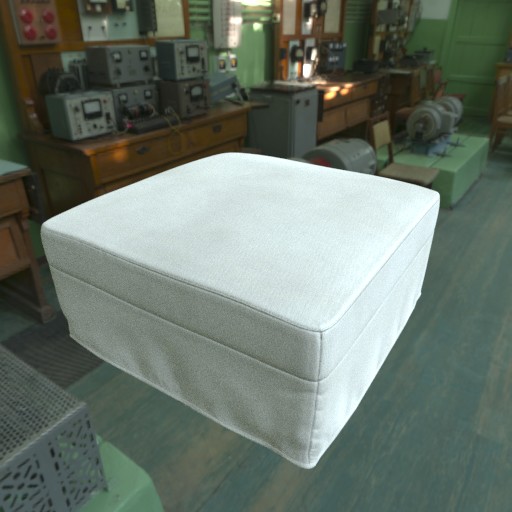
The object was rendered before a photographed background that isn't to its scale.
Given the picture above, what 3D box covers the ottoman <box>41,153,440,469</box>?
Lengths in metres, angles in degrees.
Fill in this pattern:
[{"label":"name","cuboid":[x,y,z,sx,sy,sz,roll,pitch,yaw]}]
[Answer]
[{"label":"ottoman","cuboid":[0.000,0.000,1.321,0.842,0.441,0.843,18,33,29]}]
